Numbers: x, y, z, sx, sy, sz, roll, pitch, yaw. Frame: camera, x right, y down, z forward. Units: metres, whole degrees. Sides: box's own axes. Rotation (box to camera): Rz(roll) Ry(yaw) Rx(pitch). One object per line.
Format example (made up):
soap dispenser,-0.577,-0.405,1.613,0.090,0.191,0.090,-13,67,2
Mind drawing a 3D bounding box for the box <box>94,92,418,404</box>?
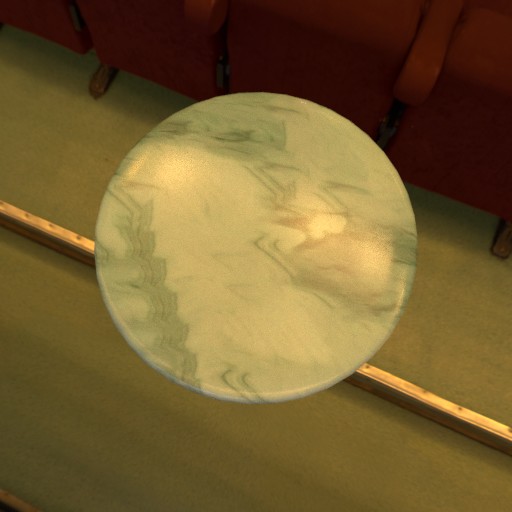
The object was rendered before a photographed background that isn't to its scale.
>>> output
box,0.000,0.000,0.164,0.101,0.063,0.101,0,75,0
